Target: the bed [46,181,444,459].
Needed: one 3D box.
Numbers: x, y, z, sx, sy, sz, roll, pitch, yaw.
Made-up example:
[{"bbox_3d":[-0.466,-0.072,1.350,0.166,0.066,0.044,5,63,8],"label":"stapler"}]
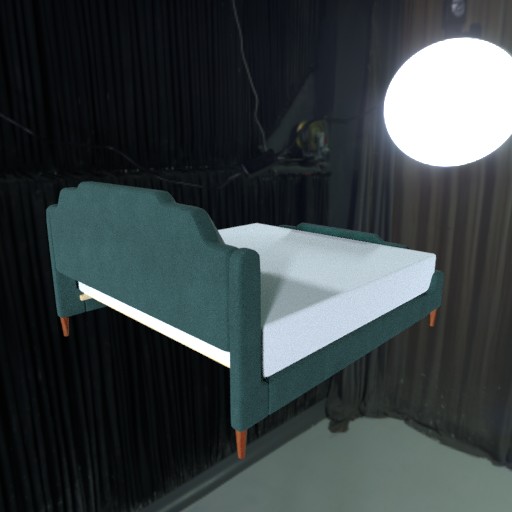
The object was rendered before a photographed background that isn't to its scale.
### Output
[{"bbox_3d":[0.000,0.000,3.468,2.074,1.245,2.340,14,20,43],"label":"bed"}]
